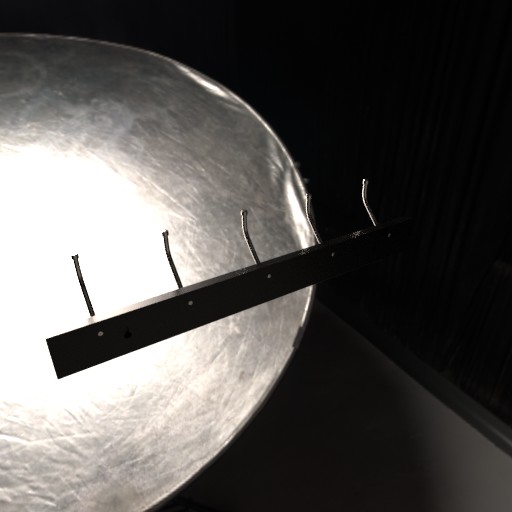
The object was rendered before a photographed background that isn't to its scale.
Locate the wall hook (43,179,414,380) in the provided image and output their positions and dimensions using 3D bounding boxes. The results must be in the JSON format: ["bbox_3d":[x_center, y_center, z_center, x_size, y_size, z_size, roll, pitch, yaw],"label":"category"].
[{"bbox_3d":[0.000,0.000,0.629,0.571,0.117,0.071,-17,34,-27],"label":"wall hook"}]
